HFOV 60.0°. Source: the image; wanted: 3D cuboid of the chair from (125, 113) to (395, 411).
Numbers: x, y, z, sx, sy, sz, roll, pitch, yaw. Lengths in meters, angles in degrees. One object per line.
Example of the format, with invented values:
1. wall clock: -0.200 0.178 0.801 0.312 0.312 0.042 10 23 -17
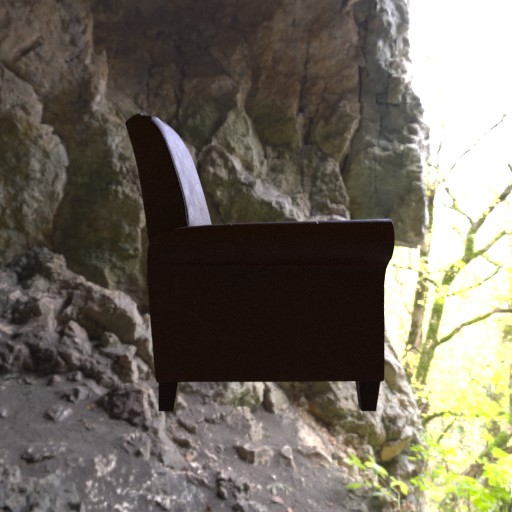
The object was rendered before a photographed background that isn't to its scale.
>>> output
1. chair: 0.000 0.000 1.865 0.902 1.061 0.978 0 0 0
